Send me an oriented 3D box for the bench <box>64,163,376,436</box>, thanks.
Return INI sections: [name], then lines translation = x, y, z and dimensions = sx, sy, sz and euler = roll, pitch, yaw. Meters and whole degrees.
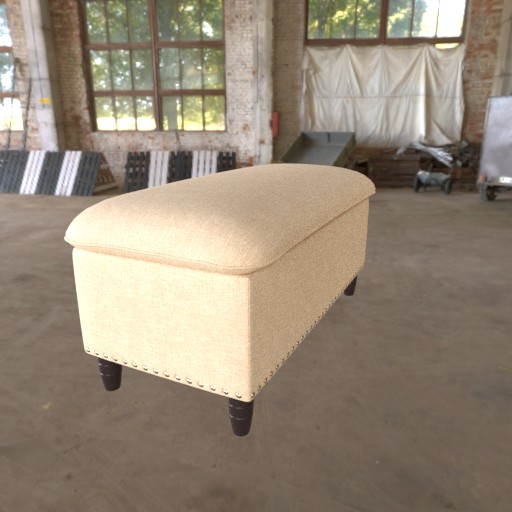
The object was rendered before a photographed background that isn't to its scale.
[bench]
translation = 0.000, 0.000, 1.291
dimensions = 0.483, 0.483, 0.991
euler = 8, 19, 25
